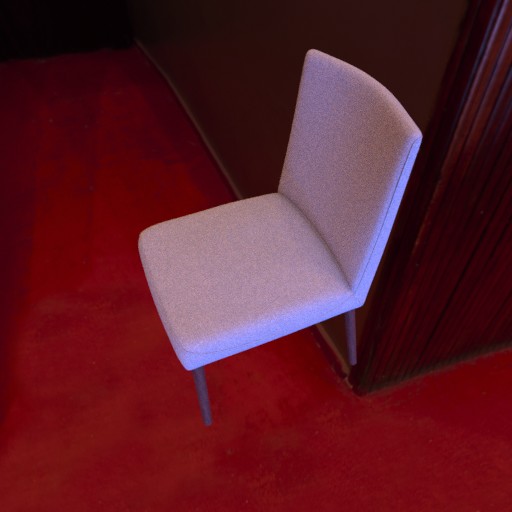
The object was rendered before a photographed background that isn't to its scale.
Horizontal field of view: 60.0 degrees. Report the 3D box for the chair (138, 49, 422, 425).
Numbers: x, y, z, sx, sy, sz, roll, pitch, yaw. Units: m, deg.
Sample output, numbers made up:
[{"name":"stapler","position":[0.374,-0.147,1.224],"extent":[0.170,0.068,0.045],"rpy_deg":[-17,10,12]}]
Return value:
[{"name":"chair","position":[0.000,0.000,1.173],"extent":[0.570,0.859,0.456],"rpy_deg":[-18,49,-16]}]
